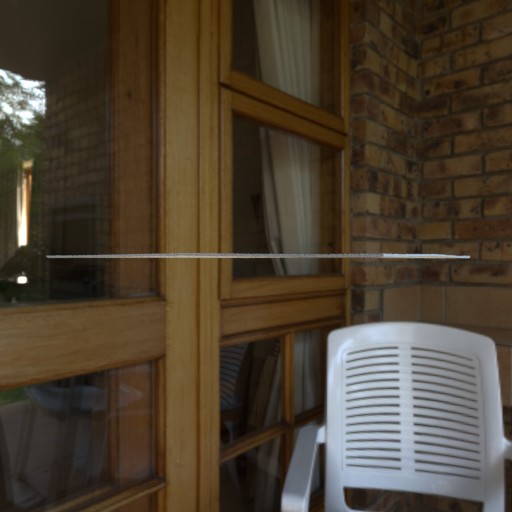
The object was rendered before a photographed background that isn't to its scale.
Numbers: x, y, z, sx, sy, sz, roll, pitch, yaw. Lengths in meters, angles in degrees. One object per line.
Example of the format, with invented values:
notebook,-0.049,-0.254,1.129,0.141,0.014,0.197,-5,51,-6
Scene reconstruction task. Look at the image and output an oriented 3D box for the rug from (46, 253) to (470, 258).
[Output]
rug,0.000,0.000,2.950,2.338,0.030,1.616,0,0,36
